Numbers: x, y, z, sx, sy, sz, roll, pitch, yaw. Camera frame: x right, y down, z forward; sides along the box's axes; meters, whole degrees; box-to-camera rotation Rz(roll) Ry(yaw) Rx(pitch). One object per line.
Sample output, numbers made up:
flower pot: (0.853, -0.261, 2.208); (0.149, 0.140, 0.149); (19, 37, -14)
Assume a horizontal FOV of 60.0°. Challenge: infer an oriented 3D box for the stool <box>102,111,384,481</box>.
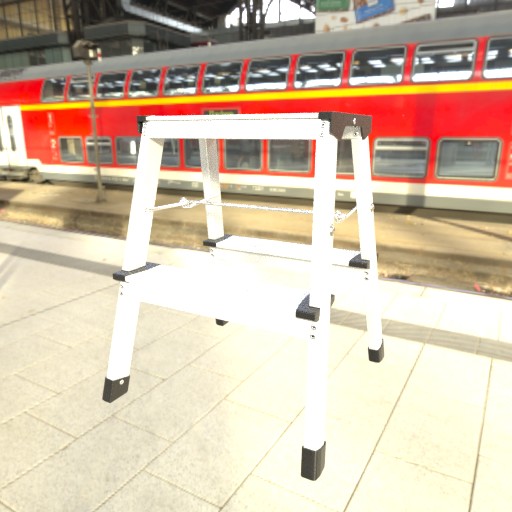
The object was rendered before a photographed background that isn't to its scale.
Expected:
stool: (0.000, 0.000, 0.793); (0.404, 0.480, 0.405); (8, 18, 27)
